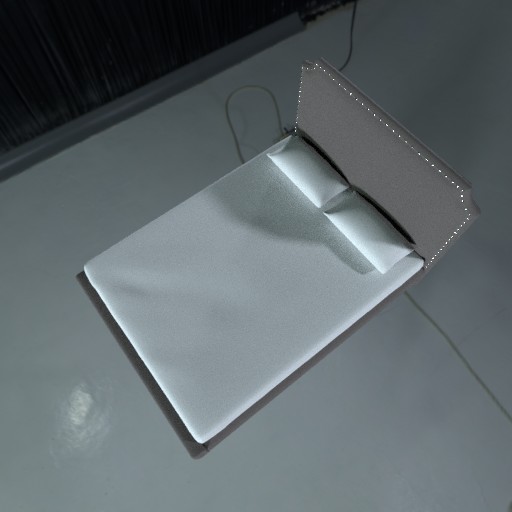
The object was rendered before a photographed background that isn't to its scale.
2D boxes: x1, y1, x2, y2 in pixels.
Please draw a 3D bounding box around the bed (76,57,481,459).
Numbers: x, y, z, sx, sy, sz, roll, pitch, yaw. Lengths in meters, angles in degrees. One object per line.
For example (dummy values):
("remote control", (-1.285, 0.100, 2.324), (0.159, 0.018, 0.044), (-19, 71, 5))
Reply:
("bed", (0.000, 0.000, 3.323), (2.372, 1.443, 1.713), (-35, 69, -15))
